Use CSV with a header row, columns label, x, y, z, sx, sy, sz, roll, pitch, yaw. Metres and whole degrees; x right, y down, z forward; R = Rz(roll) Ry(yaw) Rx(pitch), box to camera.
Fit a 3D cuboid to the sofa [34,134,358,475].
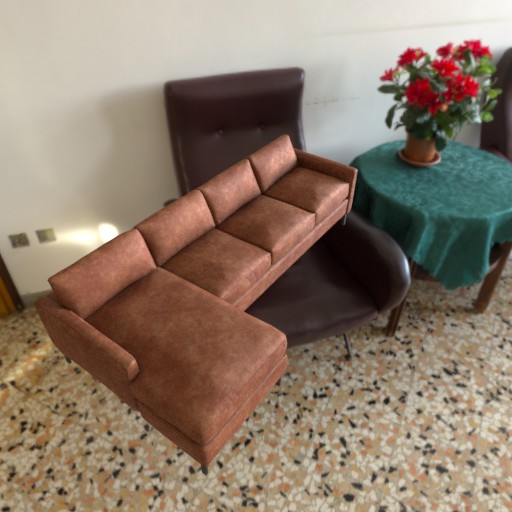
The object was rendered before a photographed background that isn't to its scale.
label,x,y,z,sx,sy,sz,roll,pitch,yaw
sofa,0.000,0.000,3.646,1.471,0.859,2.993,25,45,27
